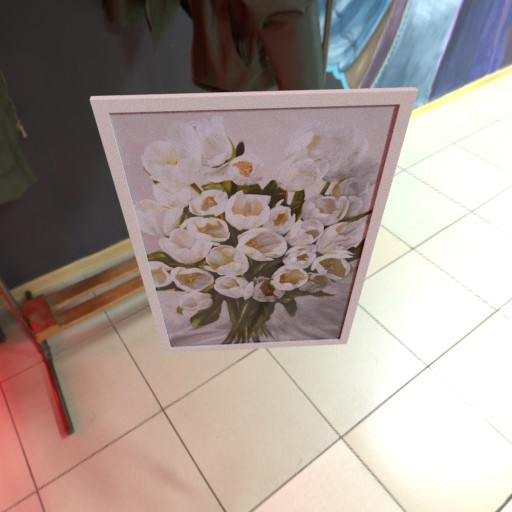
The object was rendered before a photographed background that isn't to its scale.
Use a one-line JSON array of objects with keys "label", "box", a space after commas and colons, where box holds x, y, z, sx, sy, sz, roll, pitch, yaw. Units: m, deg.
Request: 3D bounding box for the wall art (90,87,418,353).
[{"label": "wall art", "box": [0.000, 0.000, 1.249, 0.660, 0.965, 0.015, -2, 47, -2]}]
